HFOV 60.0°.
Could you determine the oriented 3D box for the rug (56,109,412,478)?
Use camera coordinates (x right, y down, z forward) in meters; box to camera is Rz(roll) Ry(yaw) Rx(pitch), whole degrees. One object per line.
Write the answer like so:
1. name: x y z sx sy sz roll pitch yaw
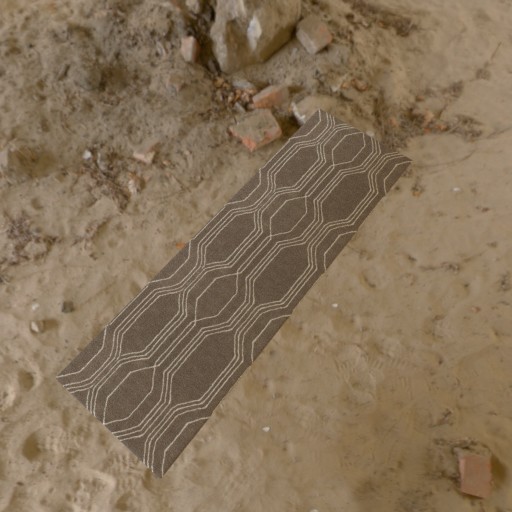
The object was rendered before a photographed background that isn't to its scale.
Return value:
1. rug: 0.000 0.000 2.681 0.773 0.012 2.464 35 68 16
